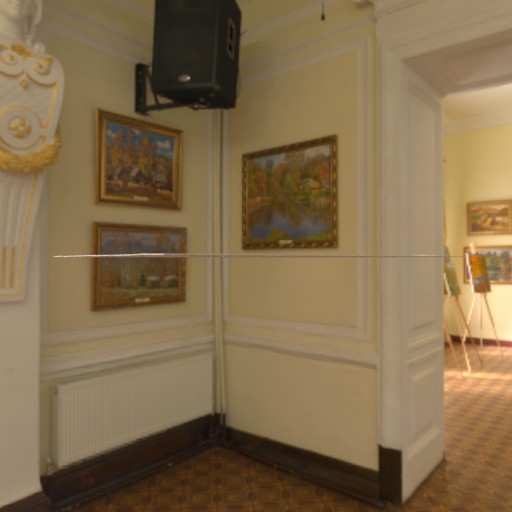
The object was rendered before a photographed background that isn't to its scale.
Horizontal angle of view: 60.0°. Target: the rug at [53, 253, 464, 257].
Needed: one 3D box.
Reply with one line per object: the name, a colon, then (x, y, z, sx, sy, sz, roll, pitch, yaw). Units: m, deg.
rug: (0.000, 0.000, 4.210, 3.051, 0.021, 2.448, 0, -1, -37)
